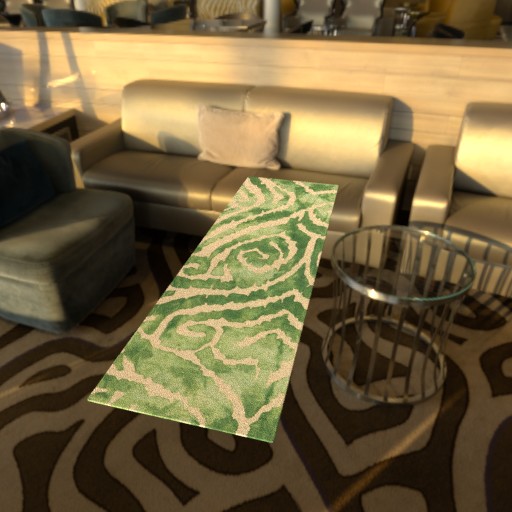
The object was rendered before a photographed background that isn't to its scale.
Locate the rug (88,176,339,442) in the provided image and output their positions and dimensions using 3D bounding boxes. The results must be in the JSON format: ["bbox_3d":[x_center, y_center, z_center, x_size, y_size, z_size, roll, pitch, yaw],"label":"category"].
[{"bbox_3d":[0.000,0.000,2.686,0.761,0.006,2.438,8,33,12],"label":"rug"}]
